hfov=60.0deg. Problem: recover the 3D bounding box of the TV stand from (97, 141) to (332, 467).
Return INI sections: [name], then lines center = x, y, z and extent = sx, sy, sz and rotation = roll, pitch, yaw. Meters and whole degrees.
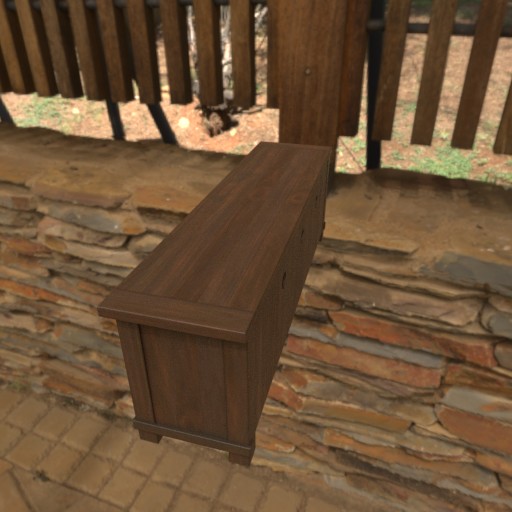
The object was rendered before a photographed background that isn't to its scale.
[TV stand]
center = 0.000, 0.000, 2.184
extent = 0.471, 0.615, 1.866
rotation = 8, 31, 13
